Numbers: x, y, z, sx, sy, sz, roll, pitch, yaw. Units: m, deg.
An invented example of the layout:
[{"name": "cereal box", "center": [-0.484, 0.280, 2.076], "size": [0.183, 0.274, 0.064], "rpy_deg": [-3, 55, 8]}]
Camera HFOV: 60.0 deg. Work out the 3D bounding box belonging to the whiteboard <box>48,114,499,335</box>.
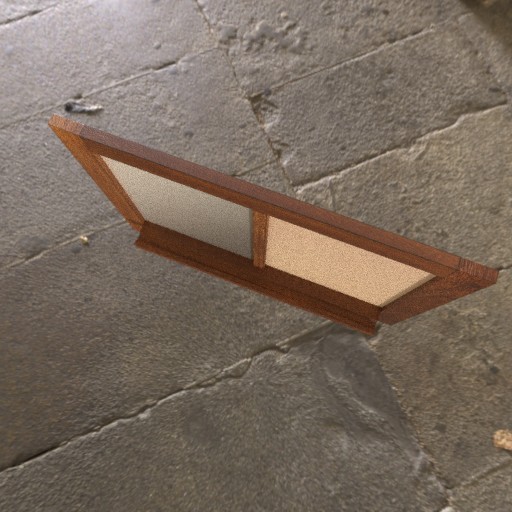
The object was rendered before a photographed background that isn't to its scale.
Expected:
[{"name": "whiteboard", "center": [0.000, 0.000, 0.989], "size": [0.783, 0.559, 0.083], "rpy_deg": [20, 75, 5]}]
